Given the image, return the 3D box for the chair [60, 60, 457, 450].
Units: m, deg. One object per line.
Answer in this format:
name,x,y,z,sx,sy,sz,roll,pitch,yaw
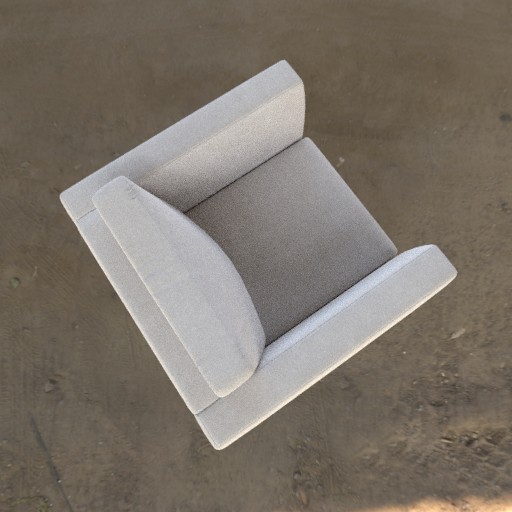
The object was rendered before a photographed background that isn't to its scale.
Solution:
chair,0.000,0.000,1.691,0.930,0.860,1.000,-34,79,-8
